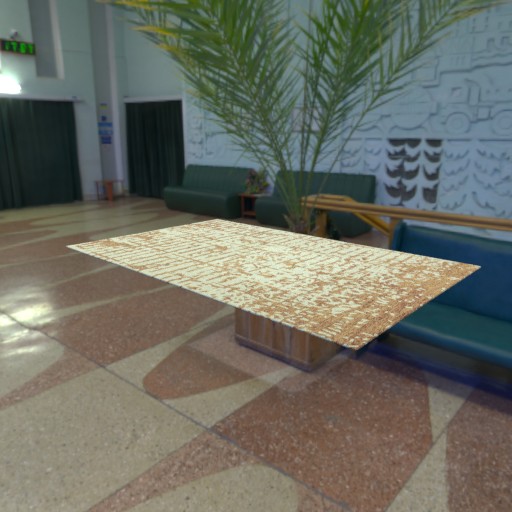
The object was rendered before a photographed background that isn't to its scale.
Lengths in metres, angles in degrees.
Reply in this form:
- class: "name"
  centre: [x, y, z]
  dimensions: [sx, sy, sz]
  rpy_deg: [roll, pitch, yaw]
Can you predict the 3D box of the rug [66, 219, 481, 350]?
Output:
- class: "rug"
  centre: [0.000, 0.000, 3.029]
  dimensions: [2.435, 0.011, 1.517]
  rpy_deg: [13, 20, 41]
